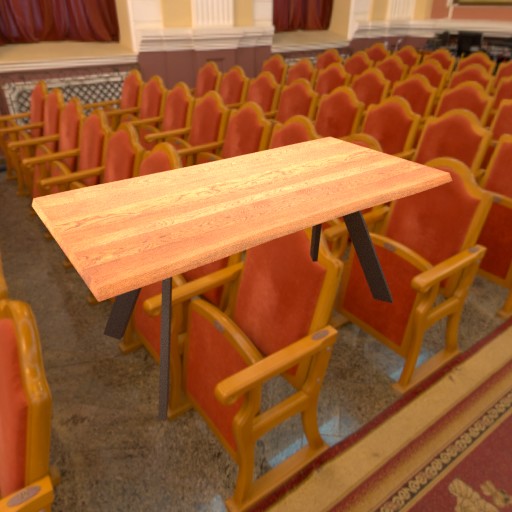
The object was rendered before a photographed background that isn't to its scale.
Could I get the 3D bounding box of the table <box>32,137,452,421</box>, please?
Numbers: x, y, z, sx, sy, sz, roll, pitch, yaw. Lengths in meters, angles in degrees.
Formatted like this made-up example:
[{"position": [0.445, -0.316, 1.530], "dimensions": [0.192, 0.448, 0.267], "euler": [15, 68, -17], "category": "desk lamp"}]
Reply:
[{"position": [0.000, 0.000, 2.272], "dimensions": [1.800, 0.770, 0.900], "euler": [-19, 35, -30], "category": "table"}]
